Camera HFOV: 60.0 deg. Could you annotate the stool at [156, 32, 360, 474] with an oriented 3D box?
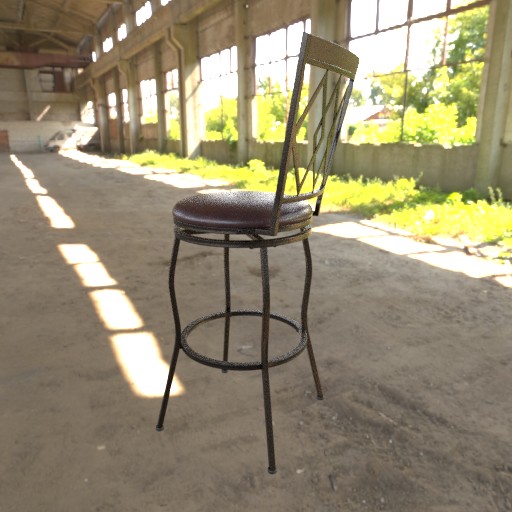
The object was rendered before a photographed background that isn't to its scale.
[{"bbox_3d":[0.000,0.000,1.355,0.521,1.134,0.432,8,17,26],"label":"stool"}]
